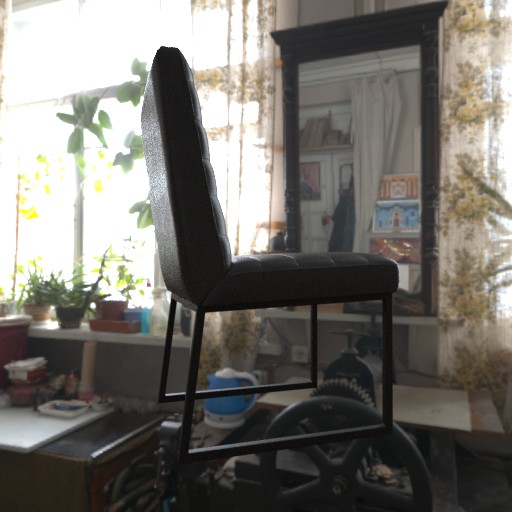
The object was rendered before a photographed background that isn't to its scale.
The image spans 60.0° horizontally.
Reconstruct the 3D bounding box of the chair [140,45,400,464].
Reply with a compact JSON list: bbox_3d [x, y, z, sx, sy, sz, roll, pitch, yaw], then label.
[{"bbox_3d":[0.000,0.000,1.284,0.634,0.930,0.520,0,-1,-18],"label":"chair"}]
